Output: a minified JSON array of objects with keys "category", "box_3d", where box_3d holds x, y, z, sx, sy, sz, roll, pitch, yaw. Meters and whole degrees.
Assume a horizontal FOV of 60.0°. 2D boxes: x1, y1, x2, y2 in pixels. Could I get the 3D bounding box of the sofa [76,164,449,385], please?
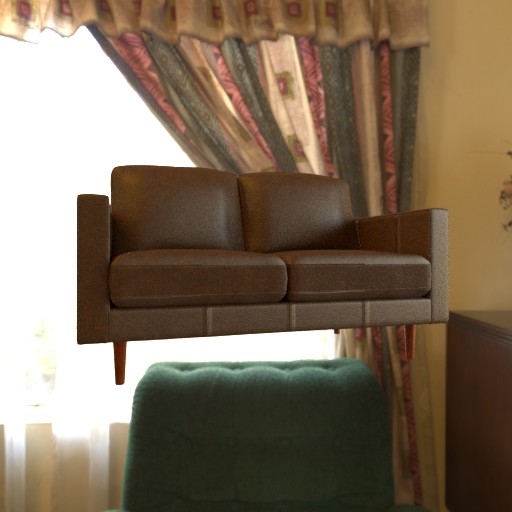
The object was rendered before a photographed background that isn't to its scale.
[{"category":"sofa","box_3d":[0.000,0.000,2.155,1.578,0.951,0.909,0,0,-19]}]
